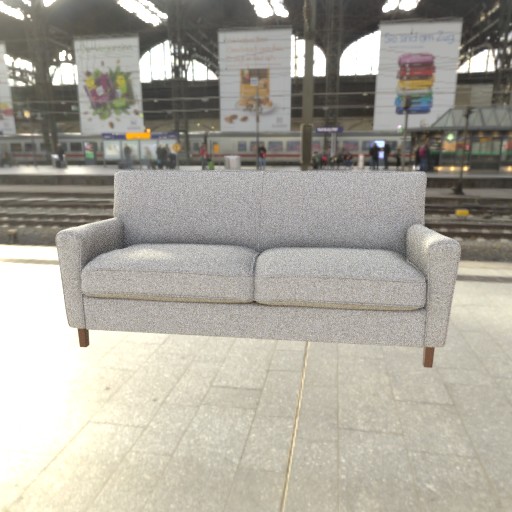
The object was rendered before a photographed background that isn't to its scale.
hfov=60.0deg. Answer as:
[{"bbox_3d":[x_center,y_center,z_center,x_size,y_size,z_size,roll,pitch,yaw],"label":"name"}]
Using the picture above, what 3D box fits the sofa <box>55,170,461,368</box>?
[{"bbox_3d":[0.000,0.000,2.566,2.026,0.942,0.854,2,13,7],"label":"sofa"}]
